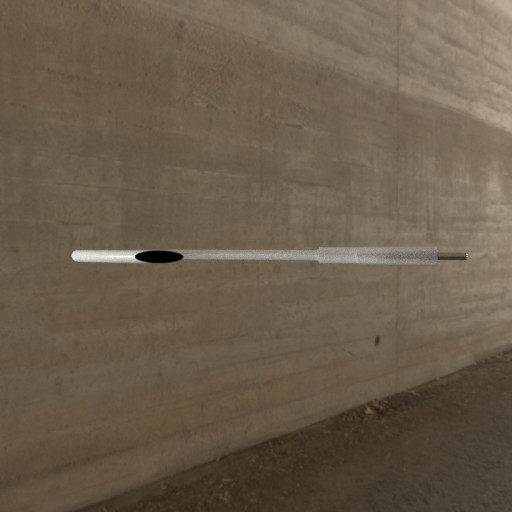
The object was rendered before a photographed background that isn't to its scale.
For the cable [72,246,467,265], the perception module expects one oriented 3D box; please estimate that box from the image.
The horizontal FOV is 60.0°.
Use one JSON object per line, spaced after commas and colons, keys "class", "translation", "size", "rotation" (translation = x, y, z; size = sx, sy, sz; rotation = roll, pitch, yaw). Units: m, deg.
{"class": "cable", "translation": [0.000, 0.000, 0.109], "size": [0.098, 0.005, 0.041], "rotation": [0, 1, 17]}
